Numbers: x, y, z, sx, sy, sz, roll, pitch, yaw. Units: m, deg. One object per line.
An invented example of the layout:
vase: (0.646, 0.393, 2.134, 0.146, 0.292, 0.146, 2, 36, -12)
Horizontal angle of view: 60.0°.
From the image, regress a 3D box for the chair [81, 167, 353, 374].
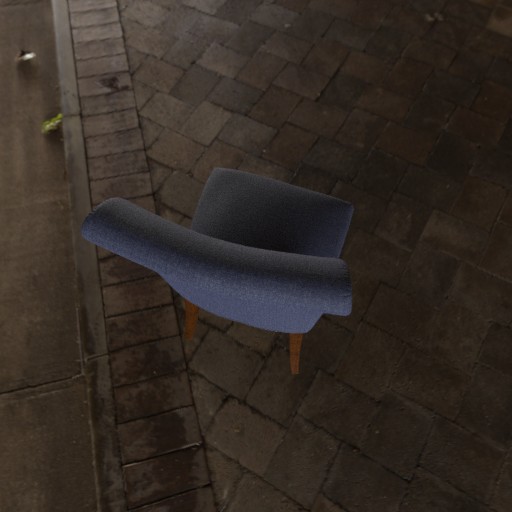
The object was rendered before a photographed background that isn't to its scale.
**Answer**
chair: (0.000, 0.000, 1.319, 0.513, 0.988, 0.608, 16, 65, 8)
